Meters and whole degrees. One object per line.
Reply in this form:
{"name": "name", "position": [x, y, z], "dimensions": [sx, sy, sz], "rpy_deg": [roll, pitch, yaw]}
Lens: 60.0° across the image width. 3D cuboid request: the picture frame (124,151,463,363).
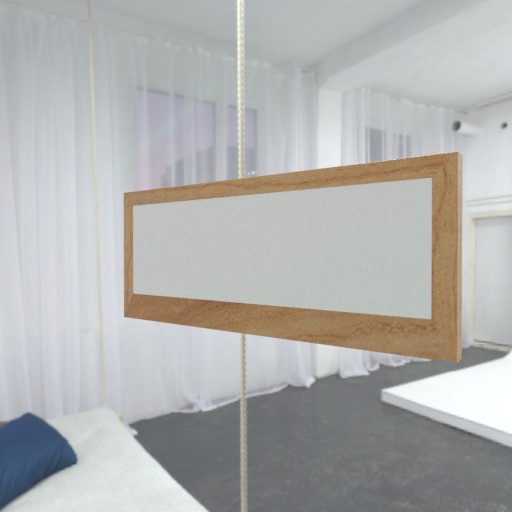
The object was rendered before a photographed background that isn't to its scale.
{"name": "picture frame", "position": [0.000, 0.000, 0.679], "dimensions": [0.582, 0.234, 0.045], "rpy_deg": [0, 1, 36]}
